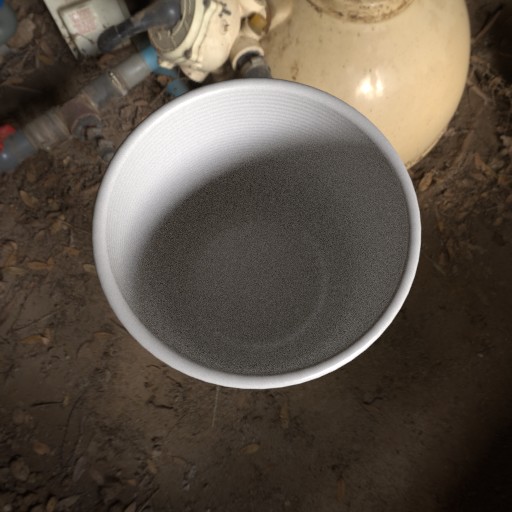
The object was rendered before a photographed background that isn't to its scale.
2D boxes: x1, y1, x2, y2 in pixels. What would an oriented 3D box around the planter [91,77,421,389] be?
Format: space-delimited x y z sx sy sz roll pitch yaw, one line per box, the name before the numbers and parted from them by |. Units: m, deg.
planter | 0.000 0.000 0.218 0.124 0.109 0.124 0 74 0
